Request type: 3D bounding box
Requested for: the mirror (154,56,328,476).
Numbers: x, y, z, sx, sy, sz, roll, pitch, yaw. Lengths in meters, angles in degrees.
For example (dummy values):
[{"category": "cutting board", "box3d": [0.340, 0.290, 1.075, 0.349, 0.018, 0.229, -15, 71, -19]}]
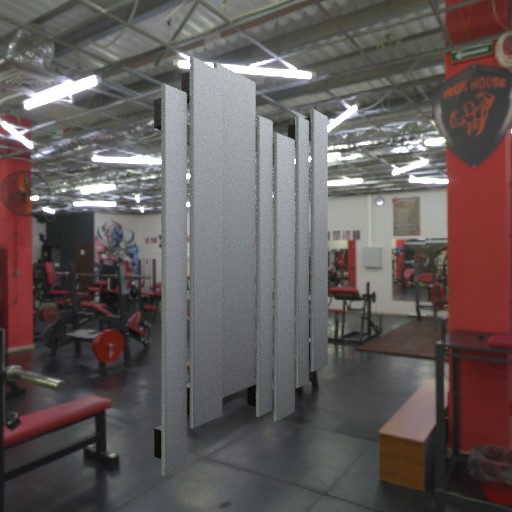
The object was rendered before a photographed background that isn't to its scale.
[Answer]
[{"category": "mirror", "box3d": [0.000, 0.000, 0.784, 0.058, 0.611, 0.445, 0, 0, 36]}]
